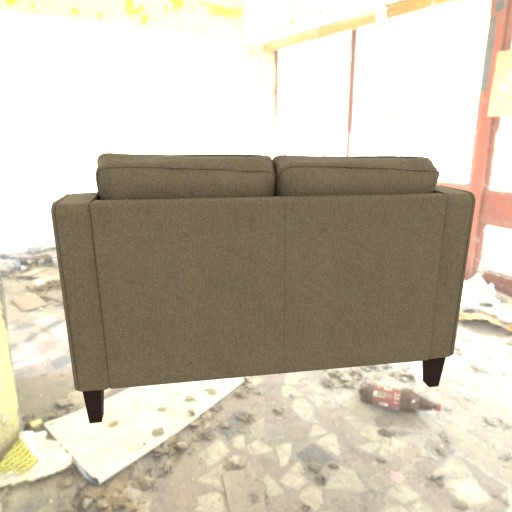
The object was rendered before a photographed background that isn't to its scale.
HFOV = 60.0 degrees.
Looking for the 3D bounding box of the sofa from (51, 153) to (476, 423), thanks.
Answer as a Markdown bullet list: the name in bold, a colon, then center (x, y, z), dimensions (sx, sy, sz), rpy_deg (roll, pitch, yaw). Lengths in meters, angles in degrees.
- **sofa**: center (0.000, 0.000, 2.082), dimensions (1.503, 0.981, 0.985), rpy_deg (-3, 16, -10)
